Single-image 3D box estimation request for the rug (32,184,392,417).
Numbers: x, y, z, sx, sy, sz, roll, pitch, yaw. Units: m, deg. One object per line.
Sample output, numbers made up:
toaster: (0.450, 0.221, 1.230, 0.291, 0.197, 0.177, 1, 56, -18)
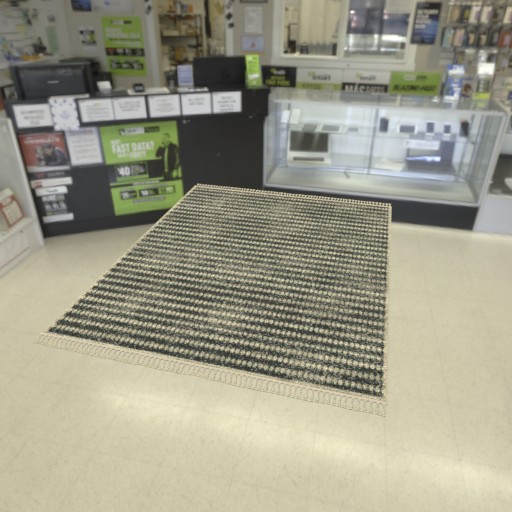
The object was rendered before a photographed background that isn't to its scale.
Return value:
rug: (0.000, 0.000, 3.850, 2.256, 0.013, 2.910, 8, 32, 13)
